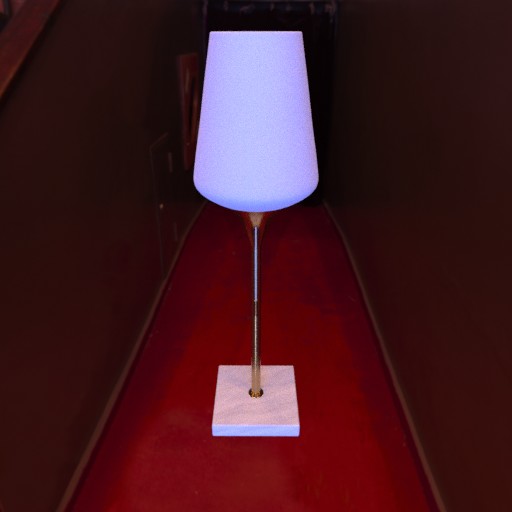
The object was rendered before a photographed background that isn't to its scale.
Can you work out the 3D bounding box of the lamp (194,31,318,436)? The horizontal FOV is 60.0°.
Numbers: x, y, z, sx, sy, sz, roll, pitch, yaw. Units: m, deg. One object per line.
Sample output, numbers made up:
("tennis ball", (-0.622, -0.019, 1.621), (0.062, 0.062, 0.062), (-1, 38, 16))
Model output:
("lamp", (0.000, 0.000, 0.707), (0.181, 0.639, 0.181), (0, 27, 0))
